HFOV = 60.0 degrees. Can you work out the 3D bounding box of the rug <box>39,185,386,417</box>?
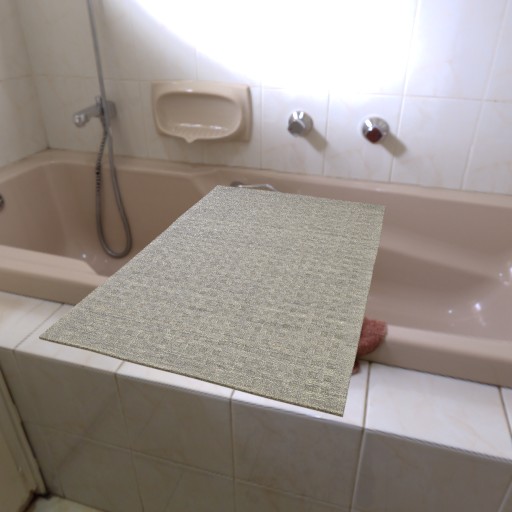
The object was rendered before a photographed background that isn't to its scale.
[{"bbox_3d":[0.000,0.000,2.962,1.532,0.018,2.297,9,31,16],"label":"rug"}]
